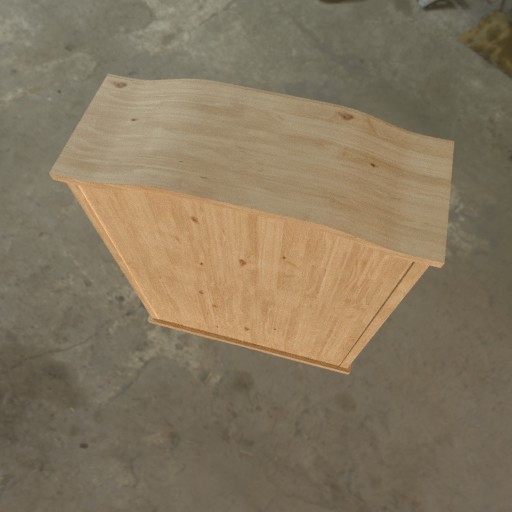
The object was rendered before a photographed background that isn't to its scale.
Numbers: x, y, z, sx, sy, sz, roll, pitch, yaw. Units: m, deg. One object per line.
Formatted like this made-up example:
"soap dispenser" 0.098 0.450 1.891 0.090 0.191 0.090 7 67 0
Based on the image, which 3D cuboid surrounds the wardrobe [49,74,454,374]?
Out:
"wardrobe" 0.000 0.000 2.512 1.500 1.870 0.570 13 64 7
